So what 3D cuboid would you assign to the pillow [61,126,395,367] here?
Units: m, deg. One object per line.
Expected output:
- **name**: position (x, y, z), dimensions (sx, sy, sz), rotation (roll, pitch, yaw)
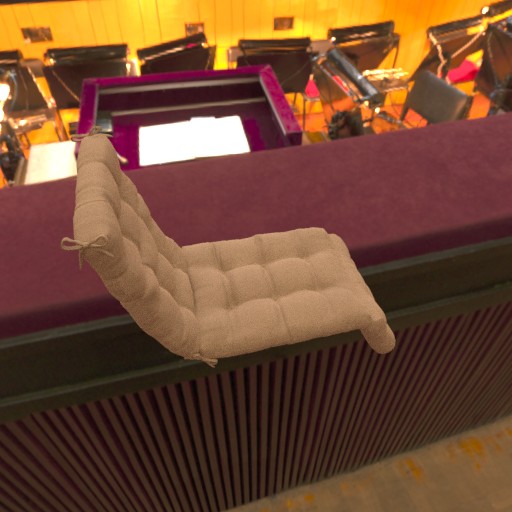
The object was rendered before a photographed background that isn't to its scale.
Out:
- **pillow**: position (0.000, 0.000, 1.521), dimensions (1.016, 0.863, 0.526), rotation (-10, 47, -10)
